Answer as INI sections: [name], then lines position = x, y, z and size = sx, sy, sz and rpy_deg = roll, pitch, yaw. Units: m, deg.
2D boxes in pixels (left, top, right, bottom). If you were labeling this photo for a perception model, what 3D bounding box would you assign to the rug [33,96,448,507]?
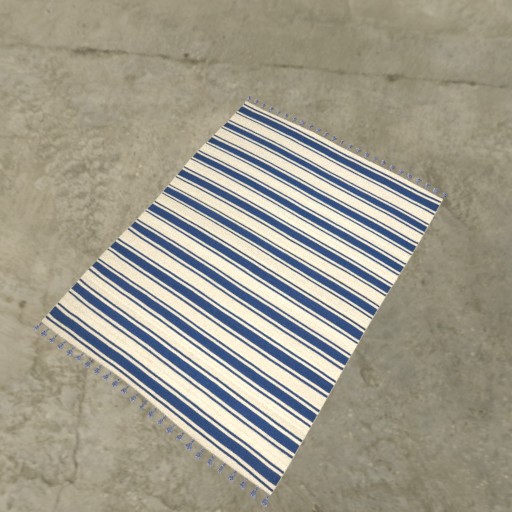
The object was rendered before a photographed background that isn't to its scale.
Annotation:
[rug]
position = 0.000, 0.000, 4.226
size = 2.471, 0.016, 3.416
rpy_deg = 31, 68, 14
